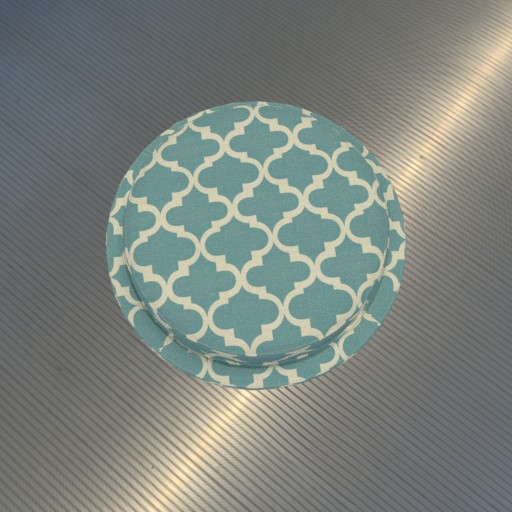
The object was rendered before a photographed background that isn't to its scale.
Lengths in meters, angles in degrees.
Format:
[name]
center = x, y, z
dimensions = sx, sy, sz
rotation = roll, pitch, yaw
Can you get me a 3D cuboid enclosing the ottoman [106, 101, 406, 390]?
[ottoman]
center = 0.000, 0.000, 0.833
dimensions = 0.480, 0.429, 0.480
rotation = 0, 75, 0
